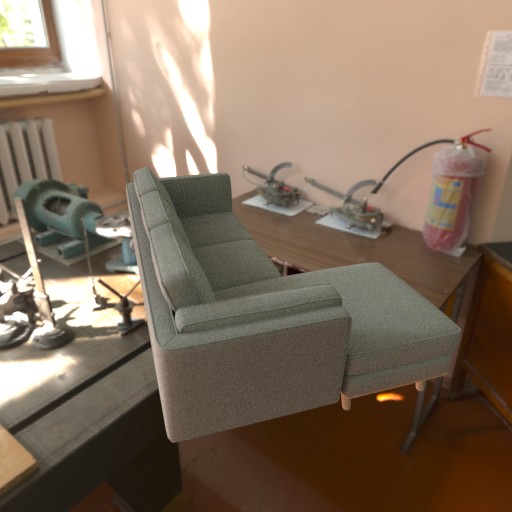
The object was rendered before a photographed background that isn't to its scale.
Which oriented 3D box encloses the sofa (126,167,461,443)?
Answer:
[{"bbox_3d":[0.000,0.000,3.122,1.604,0.929,2.411,-8,28,-16],"label":"sofa"}]
